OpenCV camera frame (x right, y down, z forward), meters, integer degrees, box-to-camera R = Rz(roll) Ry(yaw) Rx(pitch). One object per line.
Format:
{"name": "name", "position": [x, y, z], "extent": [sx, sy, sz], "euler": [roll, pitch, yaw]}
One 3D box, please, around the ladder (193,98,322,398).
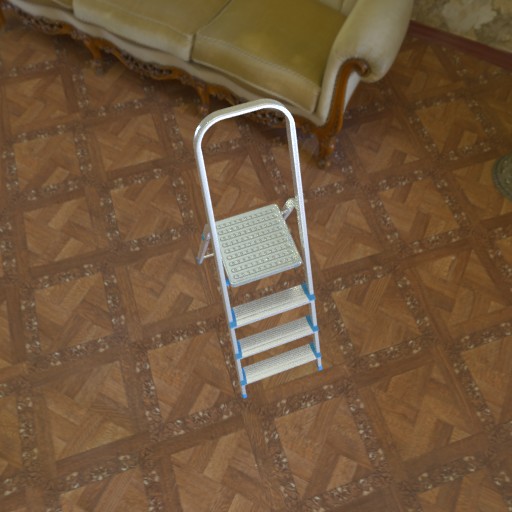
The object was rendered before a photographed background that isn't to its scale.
{"name": "ladder", "position": [0.000, 0.000, 1.824], "extent": [0.445, 1.434, 0.842], "euler": [-18, 66, -8]}
